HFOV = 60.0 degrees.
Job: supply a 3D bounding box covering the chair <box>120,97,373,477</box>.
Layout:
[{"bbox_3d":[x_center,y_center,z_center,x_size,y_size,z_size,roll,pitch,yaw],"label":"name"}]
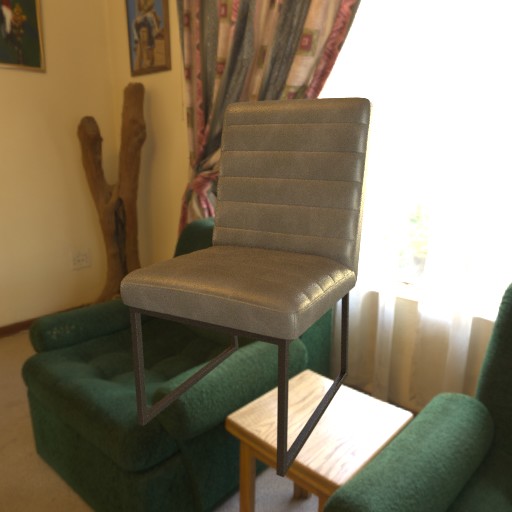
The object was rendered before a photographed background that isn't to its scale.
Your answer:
[{"bbox_3d":[0.000,0.000,1.329,0.520,0.930,0.634,7,16,26],"label":"chair"}]
